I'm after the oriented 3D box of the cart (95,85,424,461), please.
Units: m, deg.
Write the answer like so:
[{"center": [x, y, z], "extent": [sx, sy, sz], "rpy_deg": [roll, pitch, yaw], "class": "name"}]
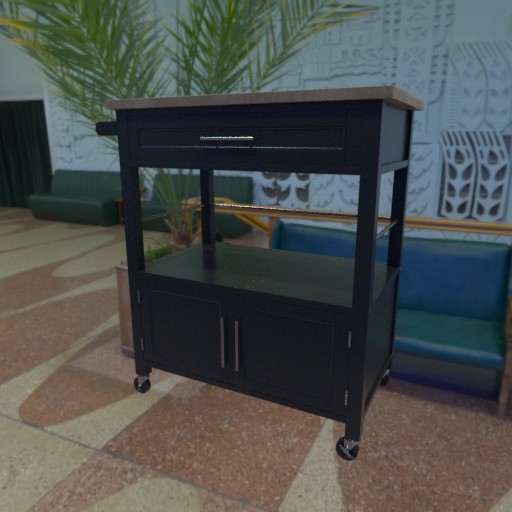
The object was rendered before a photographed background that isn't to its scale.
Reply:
[{"center": [0.000, 0.000, 1.364], "extent": [0.840, 0.901, 0.459], "rpy_deg": [7, 16, 26], "class": "cart"}]
